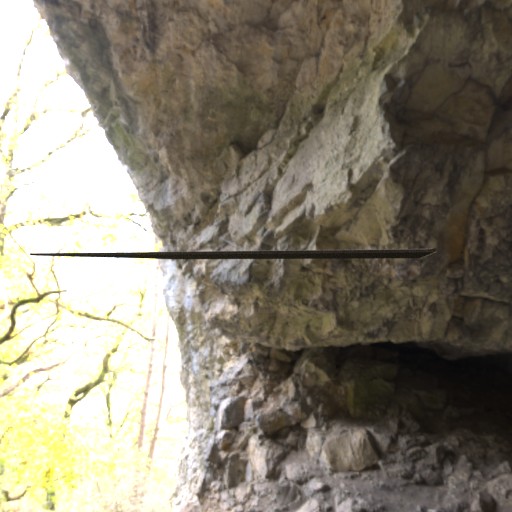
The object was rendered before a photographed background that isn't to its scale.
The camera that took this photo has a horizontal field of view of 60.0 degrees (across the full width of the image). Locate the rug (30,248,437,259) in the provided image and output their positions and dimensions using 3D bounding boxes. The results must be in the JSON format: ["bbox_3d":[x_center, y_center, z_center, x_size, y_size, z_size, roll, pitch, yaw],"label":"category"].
[{"bbox_3d":[0.000,0.000,4.228,3.049,0.025,2.449,0,-1,18],"label":"rug"}]
